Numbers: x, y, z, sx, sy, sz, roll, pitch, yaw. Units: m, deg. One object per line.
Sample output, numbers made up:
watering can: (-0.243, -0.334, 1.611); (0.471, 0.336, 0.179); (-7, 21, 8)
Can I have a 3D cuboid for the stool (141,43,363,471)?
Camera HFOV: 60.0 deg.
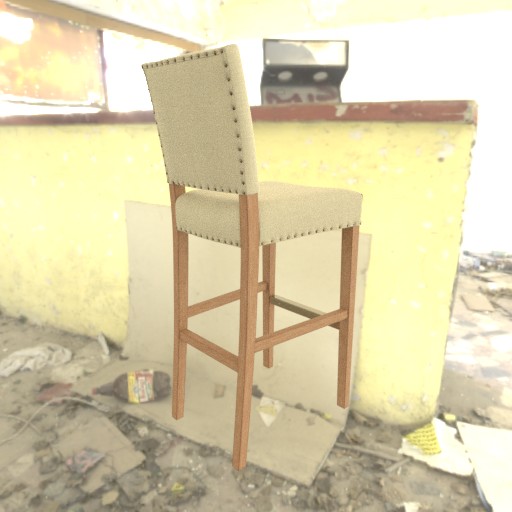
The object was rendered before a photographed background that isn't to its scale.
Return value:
stool: (0.000, 0.000, 1.419); (0.546, 1.143, 0.428); (-14, 21, -41)
